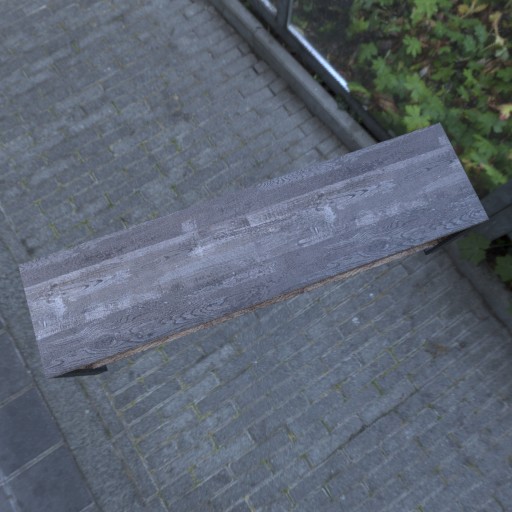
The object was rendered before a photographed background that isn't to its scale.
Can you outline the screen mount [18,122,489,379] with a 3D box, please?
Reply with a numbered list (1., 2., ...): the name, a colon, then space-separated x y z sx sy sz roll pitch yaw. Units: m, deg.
1. screen mount: 0.000 0.000 1.693 1.524 0.450 0.395 -19 77 -5
